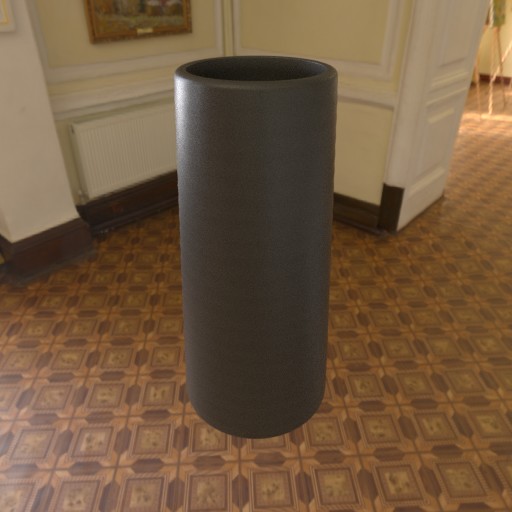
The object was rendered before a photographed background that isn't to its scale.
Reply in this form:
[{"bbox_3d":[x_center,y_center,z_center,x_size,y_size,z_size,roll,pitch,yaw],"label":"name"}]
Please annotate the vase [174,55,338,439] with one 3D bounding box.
[{"bbox_3d":[0.000,0.000,0.364,0.136,0.289,0.136,-21,38,-29],"label":"vase"}]
